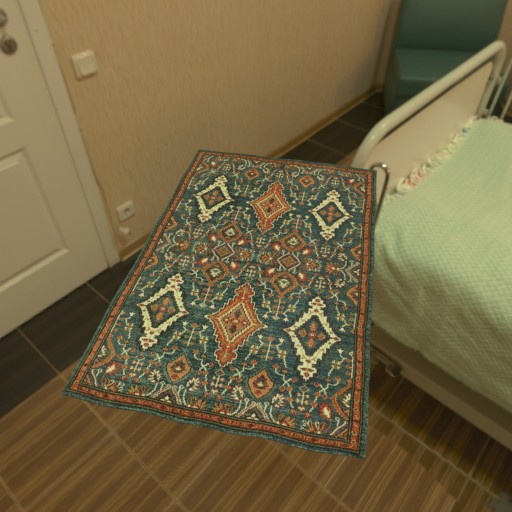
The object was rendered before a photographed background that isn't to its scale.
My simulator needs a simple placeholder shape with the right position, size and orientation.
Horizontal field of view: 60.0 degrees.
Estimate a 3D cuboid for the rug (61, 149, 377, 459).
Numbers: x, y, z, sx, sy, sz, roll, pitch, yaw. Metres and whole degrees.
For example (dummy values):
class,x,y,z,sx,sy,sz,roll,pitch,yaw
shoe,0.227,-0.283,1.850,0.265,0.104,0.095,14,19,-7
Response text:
class,x,y,z,sx,sy,sz,roll,pitch,yaw
rug,0.000,0.000,4.182,2.190,0.008,3.371,9,46,8
